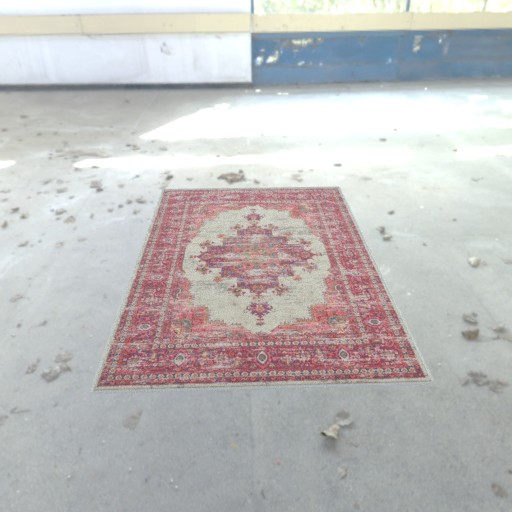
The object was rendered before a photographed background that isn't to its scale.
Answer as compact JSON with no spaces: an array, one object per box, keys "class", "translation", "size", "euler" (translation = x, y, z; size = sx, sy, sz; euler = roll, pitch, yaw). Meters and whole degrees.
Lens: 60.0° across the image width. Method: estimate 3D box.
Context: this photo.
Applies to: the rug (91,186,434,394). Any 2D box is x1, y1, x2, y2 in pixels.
[{"class":"rug","translation":[0.000,0.000,2.297],"size":[1.217,0.011,1.747],"euler":[-1,32,-2]}]
